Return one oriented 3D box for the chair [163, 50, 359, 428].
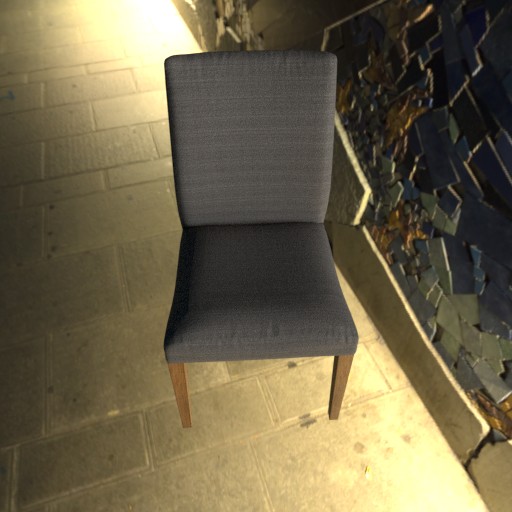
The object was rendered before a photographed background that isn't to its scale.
[{"bbox_3d":[0.000,0.000,1.271,0.496,0.940,0.585,-2,47,-2],"label":"chair"}]
